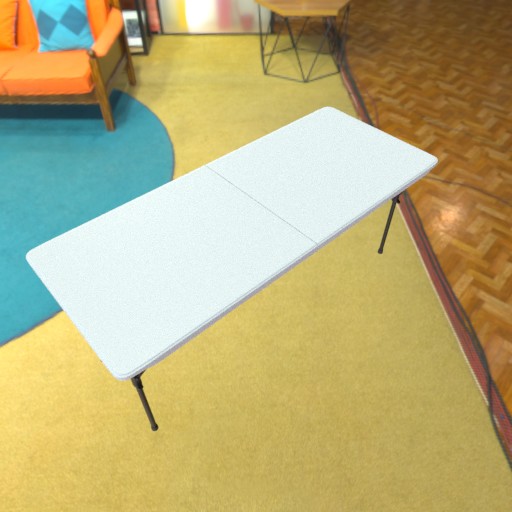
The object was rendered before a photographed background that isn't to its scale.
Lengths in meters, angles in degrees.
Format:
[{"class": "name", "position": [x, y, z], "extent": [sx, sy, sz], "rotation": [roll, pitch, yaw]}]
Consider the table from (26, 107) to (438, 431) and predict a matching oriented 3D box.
[{"class": "table", "position": [0.000, 0.000, 2.253], "extent": [1.829, 0.719, 0.761], "rotation": [-33, 54, -28]}]
